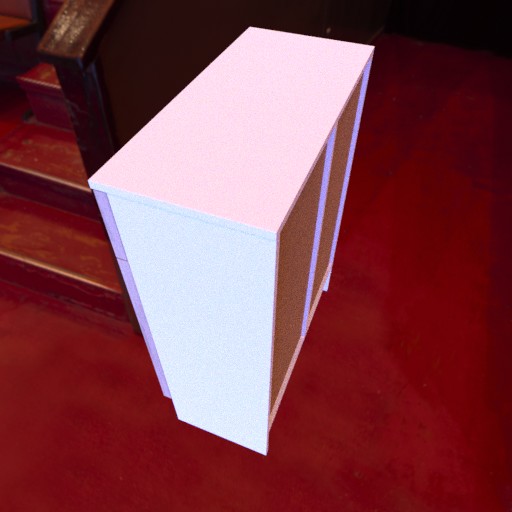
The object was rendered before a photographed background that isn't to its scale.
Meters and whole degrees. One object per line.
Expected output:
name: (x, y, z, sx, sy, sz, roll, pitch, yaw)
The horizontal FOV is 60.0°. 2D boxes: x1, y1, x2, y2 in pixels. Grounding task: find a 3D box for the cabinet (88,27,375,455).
cabinet: (0.000, 0.000, 1.080, 0.296, 0.815, 0.600, 16, 50, 15)
